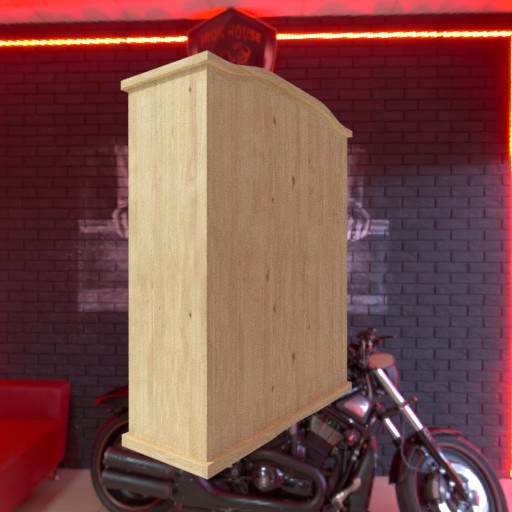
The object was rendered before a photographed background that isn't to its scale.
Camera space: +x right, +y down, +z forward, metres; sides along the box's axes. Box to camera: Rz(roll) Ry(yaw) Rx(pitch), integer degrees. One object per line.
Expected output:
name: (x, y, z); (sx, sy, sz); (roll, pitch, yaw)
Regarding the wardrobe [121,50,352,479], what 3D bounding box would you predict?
wardrobe: (0.000, 0.000, 2.629); (0.570, 1.870, 1.500); (0, 0, 35)
